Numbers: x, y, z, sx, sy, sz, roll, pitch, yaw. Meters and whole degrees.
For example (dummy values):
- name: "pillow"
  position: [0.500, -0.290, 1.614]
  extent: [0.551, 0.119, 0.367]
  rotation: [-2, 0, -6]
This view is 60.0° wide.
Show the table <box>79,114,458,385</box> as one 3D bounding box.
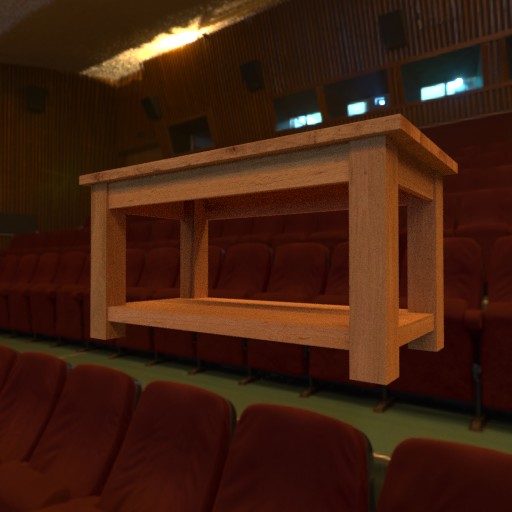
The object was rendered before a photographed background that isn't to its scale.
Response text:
- name: "table"
  position: [0.000, 0.000, 1.165]
  extent: [0.899, 0.452, 0.450]
  rotation: [-1, -1, 35]
